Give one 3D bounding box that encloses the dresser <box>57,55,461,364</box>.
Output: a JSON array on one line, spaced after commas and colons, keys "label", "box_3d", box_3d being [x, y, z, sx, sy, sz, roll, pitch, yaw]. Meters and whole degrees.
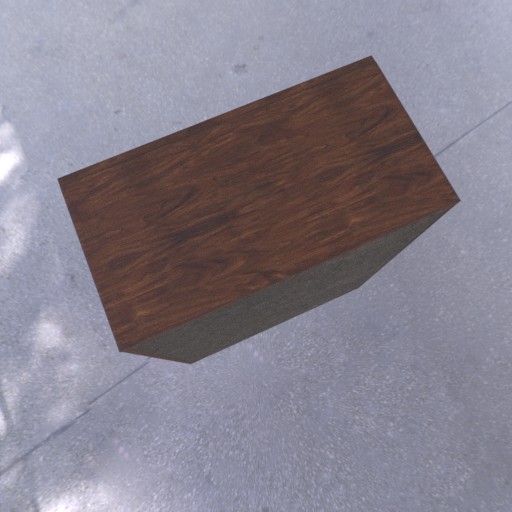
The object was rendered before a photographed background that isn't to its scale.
[{"label": "dresser", "box_3d": [0.000, 0.000, 1.796, 0.919, 1.365, 0.498, -23, 76, -6]}]
